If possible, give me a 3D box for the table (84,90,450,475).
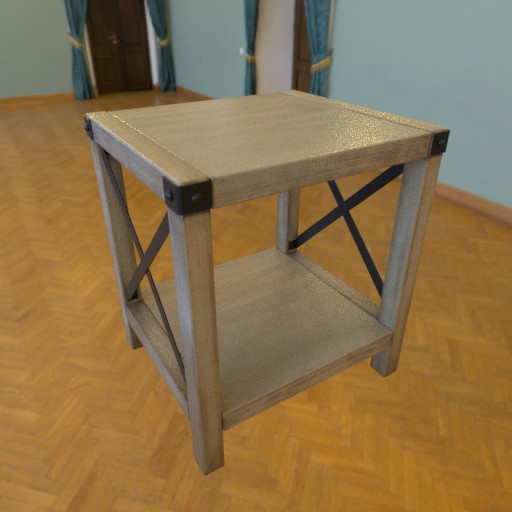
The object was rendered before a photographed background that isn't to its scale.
[{"bbox_3d":[0.000,0.000,0.932,0.510,0.561,0.459,-17,34,-27],"label":"table"}]
